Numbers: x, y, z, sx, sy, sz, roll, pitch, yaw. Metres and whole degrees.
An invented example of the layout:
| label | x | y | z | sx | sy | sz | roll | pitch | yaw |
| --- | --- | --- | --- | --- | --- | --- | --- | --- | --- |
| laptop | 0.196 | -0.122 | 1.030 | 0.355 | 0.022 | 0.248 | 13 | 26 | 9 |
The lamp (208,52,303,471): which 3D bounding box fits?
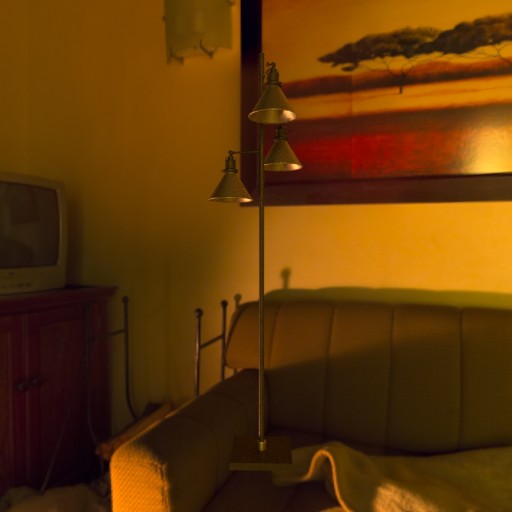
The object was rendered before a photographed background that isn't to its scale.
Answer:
| label | x | y | z | sx | sy | sz | roll | pitch | yaw |
| --- | --- | --- | --- | --- | --- | --- | --- | --- | --- |
| lamp | 0.000 | 0.000 | 1.878 | 0.415 | 1.716 | 0.428 | 0 | 1 | 1 |
